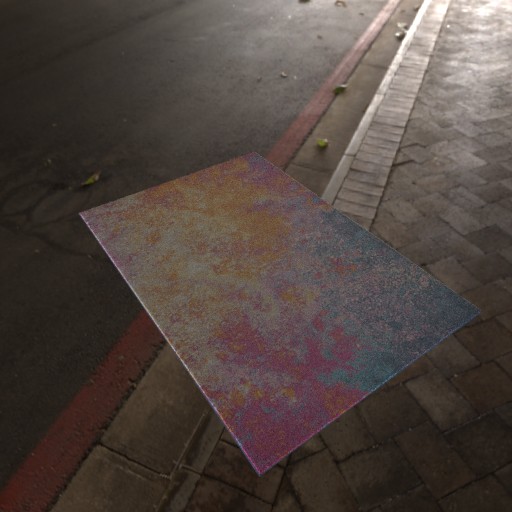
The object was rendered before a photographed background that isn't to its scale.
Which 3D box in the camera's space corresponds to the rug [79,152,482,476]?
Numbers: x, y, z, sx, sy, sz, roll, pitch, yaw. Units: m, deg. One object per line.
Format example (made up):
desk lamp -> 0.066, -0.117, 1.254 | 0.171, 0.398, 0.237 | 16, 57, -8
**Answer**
rug -> 0.000, 0.000, 3.681 | 2.007, 0.013, 2.896 | -25, 48, -25
